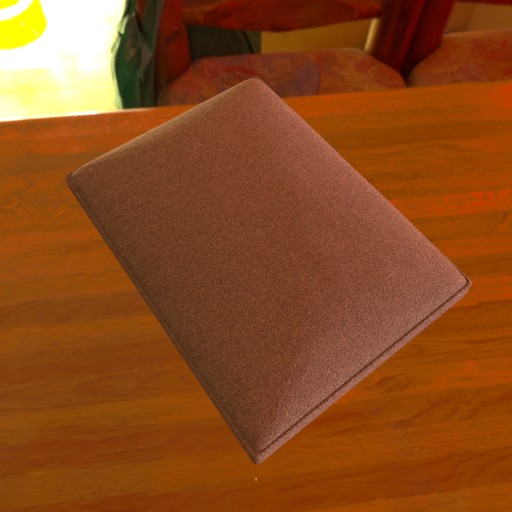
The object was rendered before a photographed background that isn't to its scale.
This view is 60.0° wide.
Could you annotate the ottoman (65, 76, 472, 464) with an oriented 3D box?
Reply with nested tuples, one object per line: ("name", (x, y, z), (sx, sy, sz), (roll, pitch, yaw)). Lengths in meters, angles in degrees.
("ottoman", (0.000, 0.000, 1.132), (0.583, 0.464, 0.785), (-33, 68, -16))
